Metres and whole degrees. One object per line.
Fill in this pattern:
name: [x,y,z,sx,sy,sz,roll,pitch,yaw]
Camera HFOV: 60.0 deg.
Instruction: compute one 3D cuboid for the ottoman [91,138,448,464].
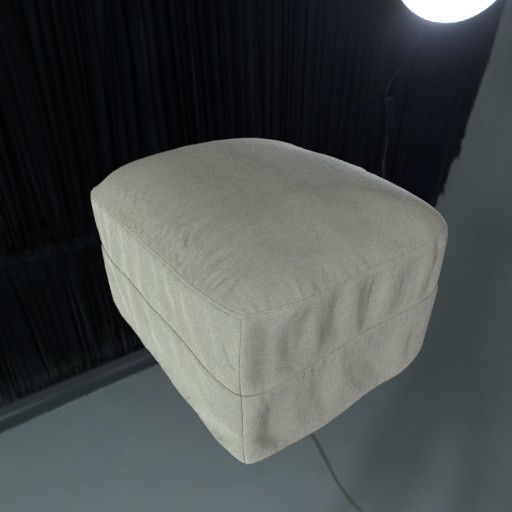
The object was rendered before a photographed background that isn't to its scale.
ottoman: [0.000,0.000,1.078,0.584,0.480,0.712,-21,38,-30]
